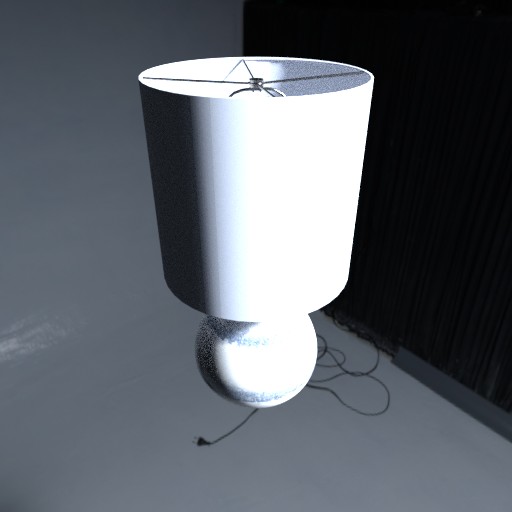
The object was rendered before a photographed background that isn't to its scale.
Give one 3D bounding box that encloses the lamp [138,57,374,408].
[{"bbox_3d":[0.000,0.000,0.523,0.216,0.404,0.216,-22,38,-32],"label":"lamp"}]
